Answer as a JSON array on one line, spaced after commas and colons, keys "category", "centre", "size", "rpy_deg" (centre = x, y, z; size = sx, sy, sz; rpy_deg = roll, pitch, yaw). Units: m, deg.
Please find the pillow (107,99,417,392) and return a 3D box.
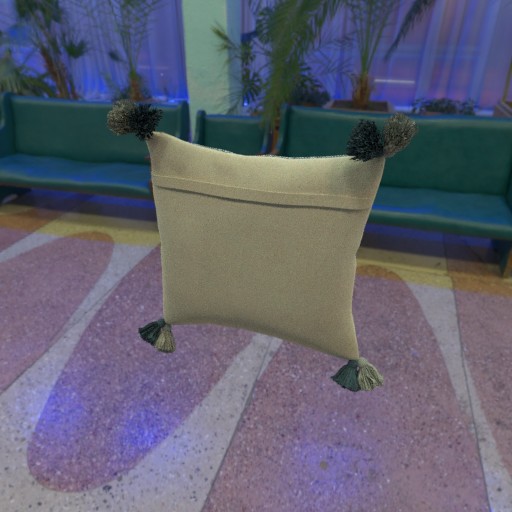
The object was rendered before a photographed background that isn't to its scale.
[{"category": "pillow", "centre": [0.000, 0.000, 0.939], "size": [0.614, 0.634, 0.138], "rpy_deg": [9, 32, 16]}]
